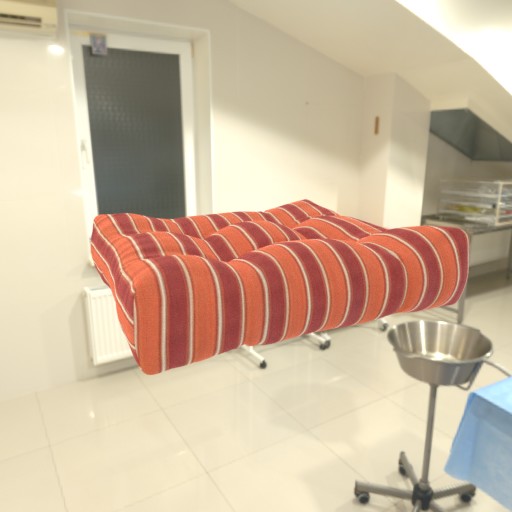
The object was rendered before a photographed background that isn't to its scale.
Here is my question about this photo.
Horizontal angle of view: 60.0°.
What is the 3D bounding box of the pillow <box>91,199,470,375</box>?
[{"bbox_3d":[0.000,0.000,0.741,0.490,0.133,0.468,-7,16,-24],"label":"pillow"}]
